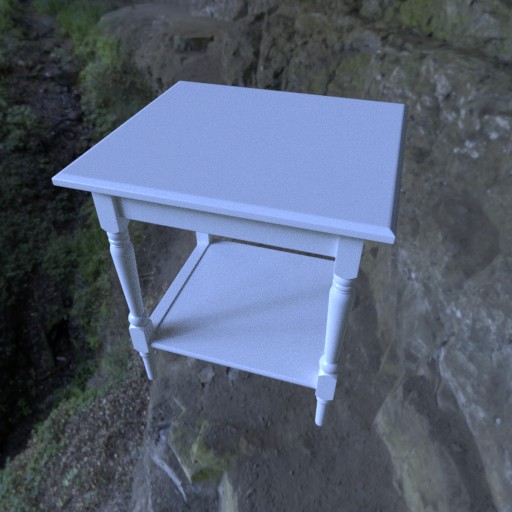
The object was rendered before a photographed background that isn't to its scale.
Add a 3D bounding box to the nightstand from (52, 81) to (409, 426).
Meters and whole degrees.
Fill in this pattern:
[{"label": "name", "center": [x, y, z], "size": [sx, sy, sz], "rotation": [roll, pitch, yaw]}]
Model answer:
[{"label": "nightstand", "center": [0.000, 0.000, 0.953], "size": [0.505, 0.555, 0.459], "rotation": [11, 41, 13]}]
